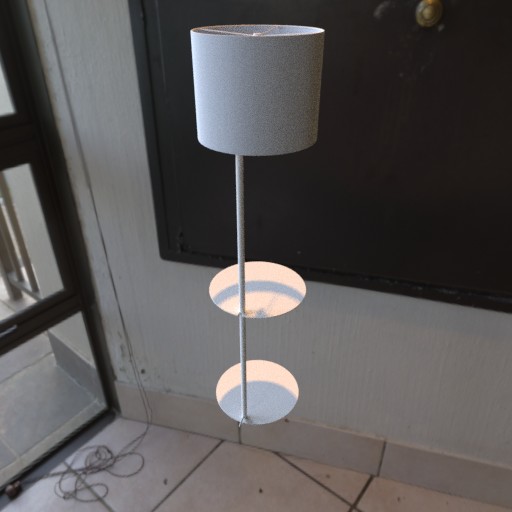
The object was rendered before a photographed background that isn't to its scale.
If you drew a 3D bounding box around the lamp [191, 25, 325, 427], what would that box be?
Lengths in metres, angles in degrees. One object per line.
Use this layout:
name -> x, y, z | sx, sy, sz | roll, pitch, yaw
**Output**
lamp -> 0.000, 0.000, 1.609 | 0.372, 1.465, 0.405 | 11, 33, 17
